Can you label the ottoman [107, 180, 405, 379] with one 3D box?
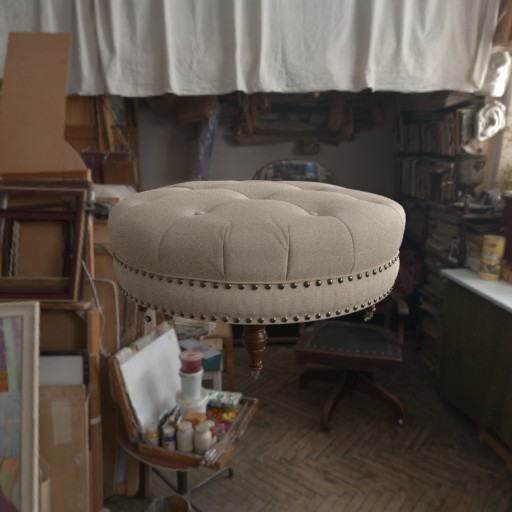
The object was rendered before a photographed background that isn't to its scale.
[{"bbox_3d":[0.000,0.000,1.492,0.940,0.483,0.940,0,15,0],"label":"ottoman"}]
